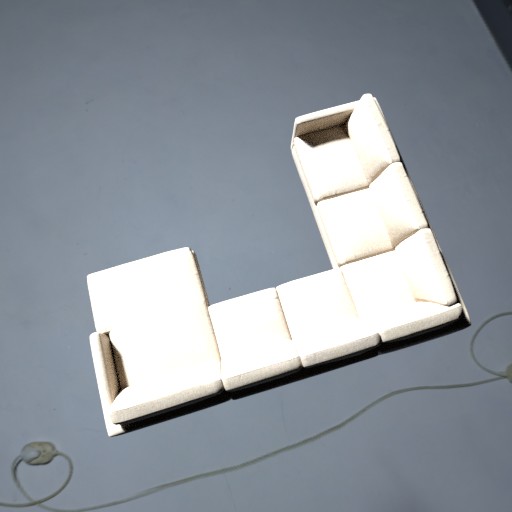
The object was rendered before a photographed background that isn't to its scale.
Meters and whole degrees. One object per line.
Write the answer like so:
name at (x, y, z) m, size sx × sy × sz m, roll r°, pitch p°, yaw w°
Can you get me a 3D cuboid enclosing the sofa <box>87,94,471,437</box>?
sofa at (0.000, 0.000, 4.537) m, size 3.460 × 0.961 × 2.594 m, roll -16°, pitch 75°, yaw -4°
